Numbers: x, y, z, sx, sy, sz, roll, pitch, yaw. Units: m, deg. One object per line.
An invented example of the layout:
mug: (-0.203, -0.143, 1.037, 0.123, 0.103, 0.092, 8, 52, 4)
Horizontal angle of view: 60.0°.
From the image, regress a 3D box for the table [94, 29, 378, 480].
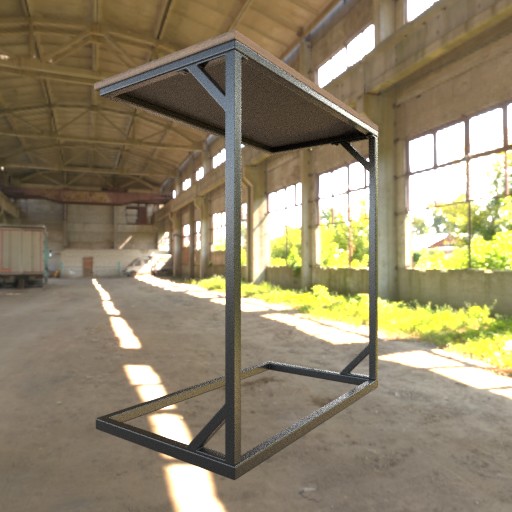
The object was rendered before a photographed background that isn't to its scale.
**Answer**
table: (0.000, 0.000, 1.004, 0.351, 0.673, 0.597, 0, 0, 36)
